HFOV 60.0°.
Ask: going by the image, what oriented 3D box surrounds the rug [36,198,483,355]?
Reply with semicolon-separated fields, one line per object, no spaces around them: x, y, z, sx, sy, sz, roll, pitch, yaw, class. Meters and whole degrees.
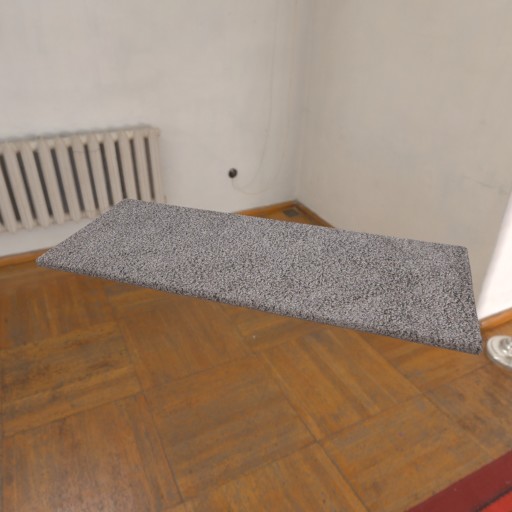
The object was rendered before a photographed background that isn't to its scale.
0.000;0.000;1.679;1.524;0.030;0.609;10;32;16;rug
